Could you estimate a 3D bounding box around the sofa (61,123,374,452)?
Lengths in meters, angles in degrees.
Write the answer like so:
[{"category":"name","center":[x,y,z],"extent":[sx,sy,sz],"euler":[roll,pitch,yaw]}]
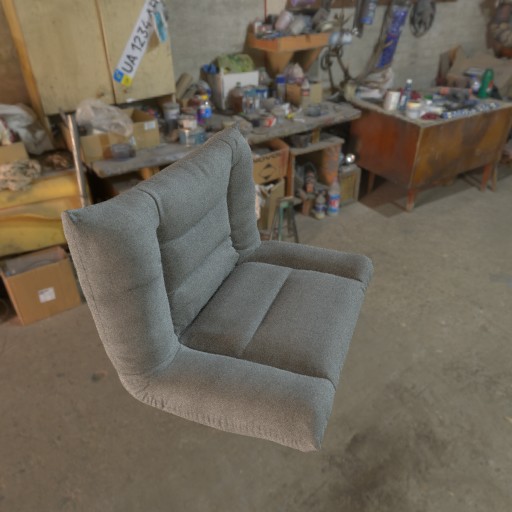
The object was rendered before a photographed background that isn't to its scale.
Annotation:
[{"category":"sofa","center":[0.000,0.000,1.747],"extent":[0.847,0.795,1.144],"euler":[11,33,18]}]
